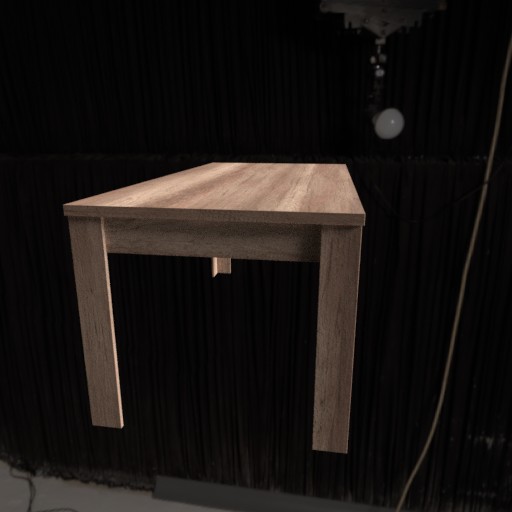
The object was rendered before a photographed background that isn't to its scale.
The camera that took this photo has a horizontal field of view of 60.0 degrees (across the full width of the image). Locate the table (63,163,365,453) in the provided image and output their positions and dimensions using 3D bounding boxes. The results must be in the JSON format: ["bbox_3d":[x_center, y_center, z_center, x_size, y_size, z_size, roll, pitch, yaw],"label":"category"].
[{"bbox_3d":[0.000,0.000,2.244,0.900,0.790,1.800,3,16,9],"label":"table"}]
